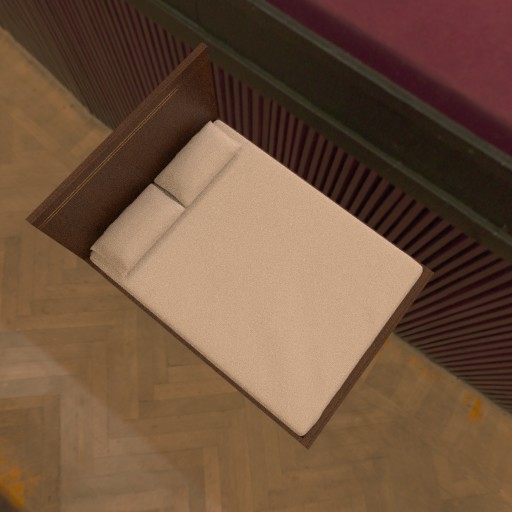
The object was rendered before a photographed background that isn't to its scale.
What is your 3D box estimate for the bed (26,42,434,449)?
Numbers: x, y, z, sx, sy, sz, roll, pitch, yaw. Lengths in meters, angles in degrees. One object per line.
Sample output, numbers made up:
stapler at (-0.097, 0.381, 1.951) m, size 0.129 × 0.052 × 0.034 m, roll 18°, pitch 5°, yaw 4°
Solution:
bed at (0.000, 0.000, 3.179) m, size 2.221 × 1.169 × 1.613 m, roll 38°, pitch 78°, yaw 10°
